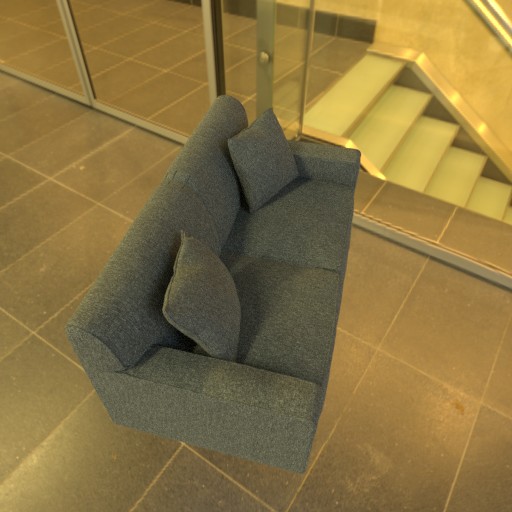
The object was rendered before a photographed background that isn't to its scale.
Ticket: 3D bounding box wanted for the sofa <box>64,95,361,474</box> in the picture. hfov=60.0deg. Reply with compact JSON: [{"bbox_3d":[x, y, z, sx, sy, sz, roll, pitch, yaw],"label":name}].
[{"bbox_3d":[0.000,0.000,2.414,0.998,0.958,1.846,11,47,10],"label":"sofa"}]
